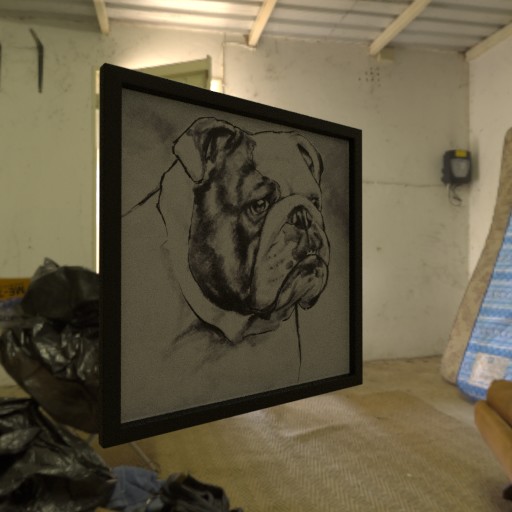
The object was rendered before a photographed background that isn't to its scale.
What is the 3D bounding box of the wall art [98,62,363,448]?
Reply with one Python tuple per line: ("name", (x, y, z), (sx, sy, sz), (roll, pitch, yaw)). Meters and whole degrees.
("wall art", (0.000, 0.000, 0.661), (0.456, 0.453, 0.022), (0, -1, -36))
